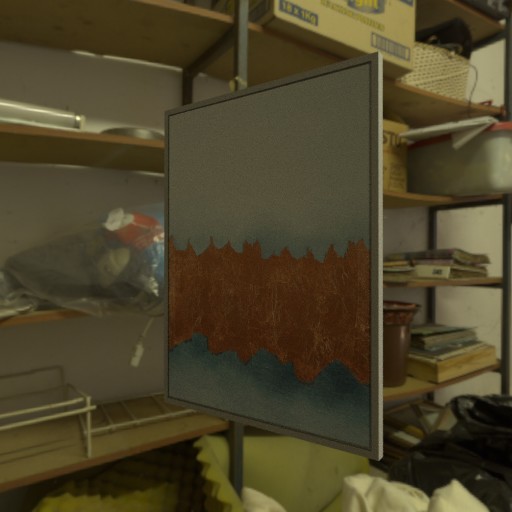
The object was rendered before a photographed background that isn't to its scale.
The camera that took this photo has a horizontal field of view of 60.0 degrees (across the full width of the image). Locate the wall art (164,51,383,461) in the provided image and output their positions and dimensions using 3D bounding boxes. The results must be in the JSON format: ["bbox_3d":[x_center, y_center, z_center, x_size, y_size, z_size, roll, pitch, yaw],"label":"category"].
[{"bbox_3d":[0.000,0.000,1.370,0.789,1.042,0.034,0,0,36],"label":"wall art"}]
